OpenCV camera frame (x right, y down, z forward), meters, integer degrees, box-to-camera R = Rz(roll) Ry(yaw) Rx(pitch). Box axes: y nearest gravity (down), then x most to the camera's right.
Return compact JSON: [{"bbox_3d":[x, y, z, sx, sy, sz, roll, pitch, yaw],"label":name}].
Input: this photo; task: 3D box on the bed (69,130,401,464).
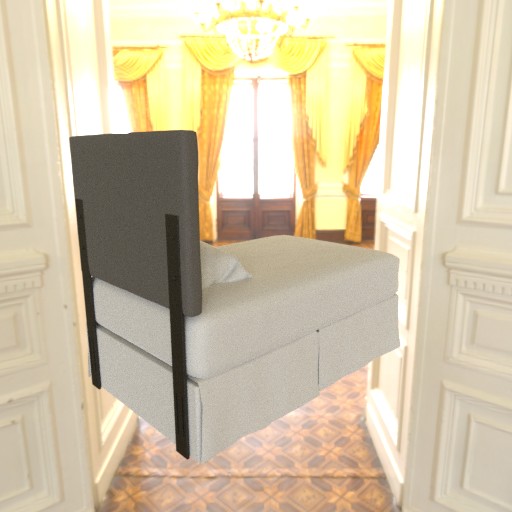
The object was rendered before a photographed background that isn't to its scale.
[{"bbox_3d":[0.000,0.000,3.038,1.997,1.571,1.261,-13,18,-44],"label":"bed"}]
